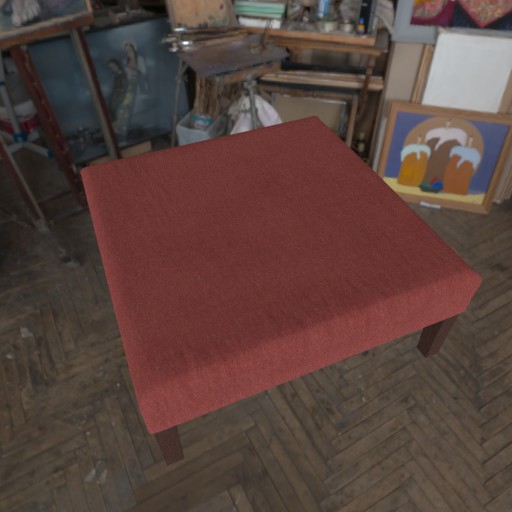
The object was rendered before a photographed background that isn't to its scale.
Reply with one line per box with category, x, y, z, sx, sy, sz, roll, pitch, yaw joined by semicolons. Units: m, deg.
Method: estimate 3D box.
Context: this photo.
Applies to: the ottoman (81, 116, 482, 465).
ottoman;0.000;0.000;1.406;0.889;0.411;0.890;-17;49;-16
